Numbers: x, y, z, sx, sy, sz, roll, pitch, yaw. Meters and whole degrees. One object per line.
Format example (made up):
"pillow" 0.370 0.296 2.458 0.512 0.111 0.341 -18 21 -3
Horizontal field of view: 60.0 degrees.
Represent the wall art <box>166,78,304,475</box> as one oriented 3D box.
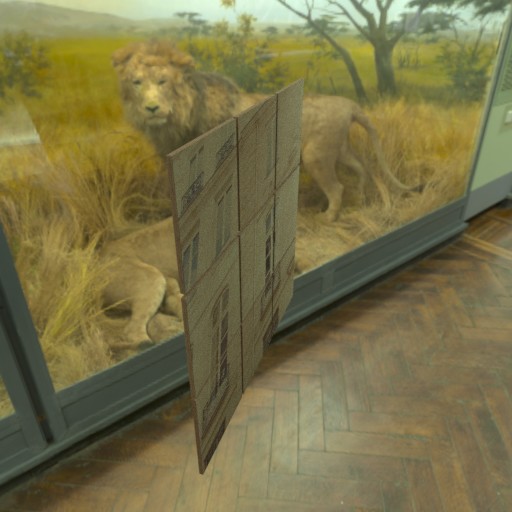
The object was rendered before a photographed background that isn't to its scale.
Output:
"wall art" 0.000 0.000 1.845 0.024 1.218 1.221 10 32 17
